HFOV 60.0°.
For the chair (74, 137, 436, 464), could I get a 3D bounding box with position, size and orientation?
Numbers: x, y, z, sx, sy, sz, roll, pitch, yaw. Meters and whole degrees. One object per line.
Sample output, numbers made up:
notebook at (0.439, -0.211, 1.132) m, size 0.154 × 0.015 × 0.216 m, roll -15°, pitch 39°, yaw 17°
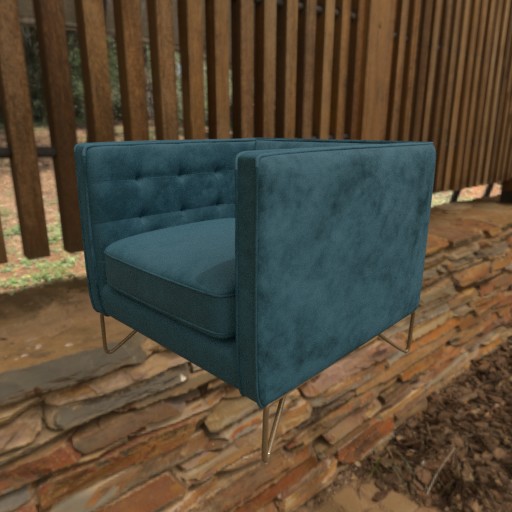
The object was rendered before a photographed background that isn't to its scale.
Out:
chair at (0.000, 0.000, 1.576) m, size 0.880 × 0.790 × 0.894 m, roll 15°, pitch 22°, yaw 42°
